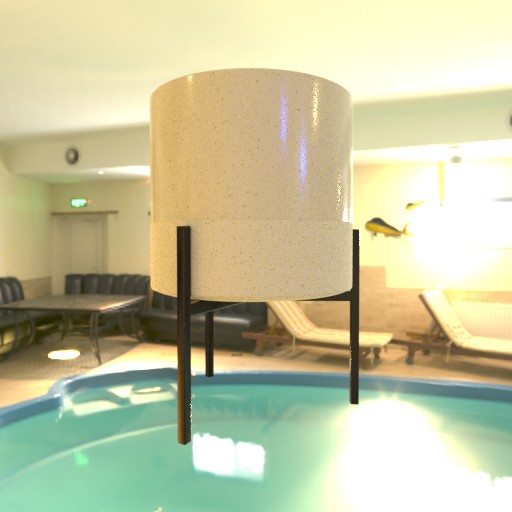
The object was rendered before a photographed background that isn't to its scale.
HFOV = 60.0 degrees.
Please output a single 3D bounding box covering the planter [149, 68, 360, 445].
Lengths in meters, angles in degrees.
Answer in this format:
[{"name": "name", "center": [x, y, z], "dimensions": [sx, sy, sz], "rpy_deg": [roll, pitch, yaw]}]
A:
[{"name": "planter", "center": [0.000, 0.000, 0.343], "dimensions": [0.159, 0.230, 0.152], "rpy_deg": [0, 2, 1]}]
